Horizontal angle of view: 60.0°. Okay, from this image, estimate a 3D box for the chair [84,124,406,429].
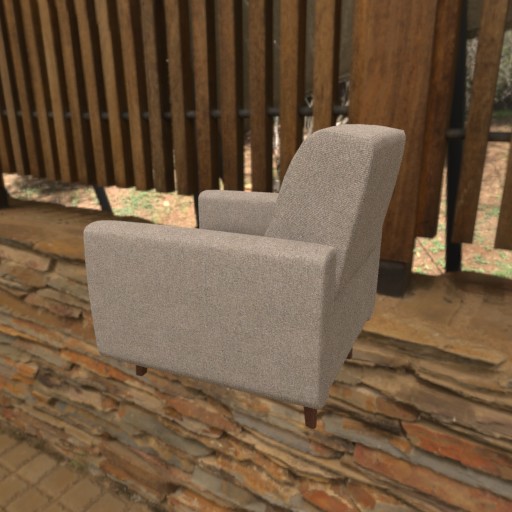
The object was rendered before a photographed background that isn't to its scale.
[{"bbox_3d":[0.000,0.000,1.689,0.942,0.968,0.845,8,20,24],"label":"chair"}]
